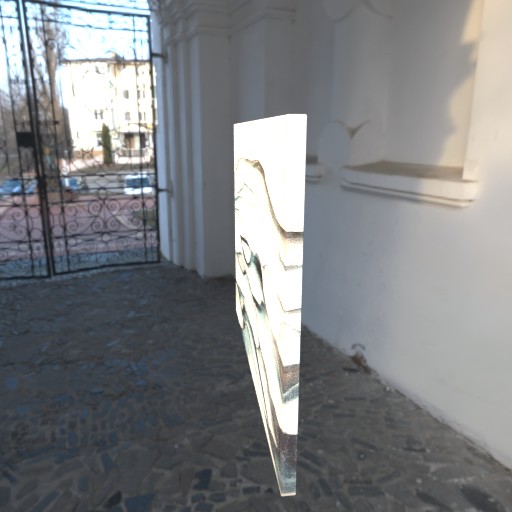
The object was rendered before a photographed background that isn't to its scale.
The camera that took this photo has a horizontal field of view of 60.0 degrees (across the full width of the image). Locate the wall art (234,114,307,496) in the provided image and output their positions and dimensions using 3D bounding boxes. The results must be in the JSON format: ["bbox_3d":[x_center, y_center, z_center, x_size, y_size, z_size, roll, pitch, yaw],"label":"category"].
[{"bbox_3d":[0.000,0.000,1.571,0.039,0.915,1.219,-2,16,-7],"label":"wall art"}]
